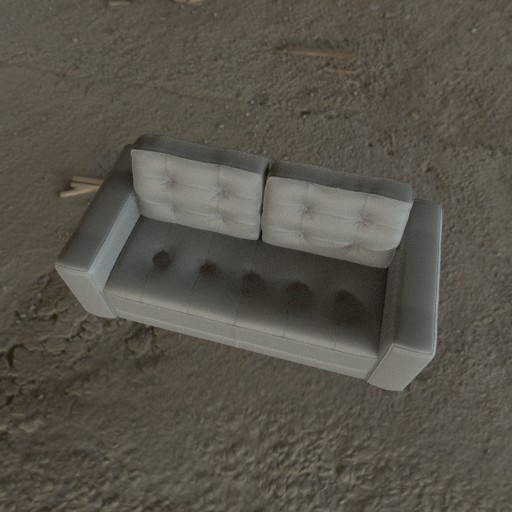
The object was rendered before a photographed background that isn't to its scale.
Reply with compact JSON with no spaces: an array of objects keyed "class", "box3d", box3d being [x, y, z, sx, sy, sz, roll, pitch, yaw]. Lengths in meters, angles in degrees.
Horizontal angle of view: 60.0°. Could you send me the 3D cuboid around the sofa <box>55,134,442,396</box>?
[{"class":"sofa","box3d":[0.000,0.000,2.250,1.726,0.893,0.833,13,58,8]}]
